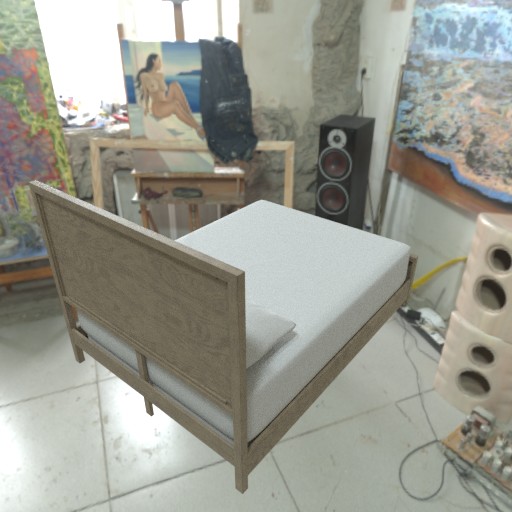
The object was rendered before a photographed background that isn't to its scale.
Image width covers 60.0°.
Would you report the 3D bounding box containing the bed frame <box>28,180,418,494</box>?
[{"bbox_3d":[0.000,0.000,3.194,1.606,1.369,2.189,22,36,33],"label":"bed frame"}]
